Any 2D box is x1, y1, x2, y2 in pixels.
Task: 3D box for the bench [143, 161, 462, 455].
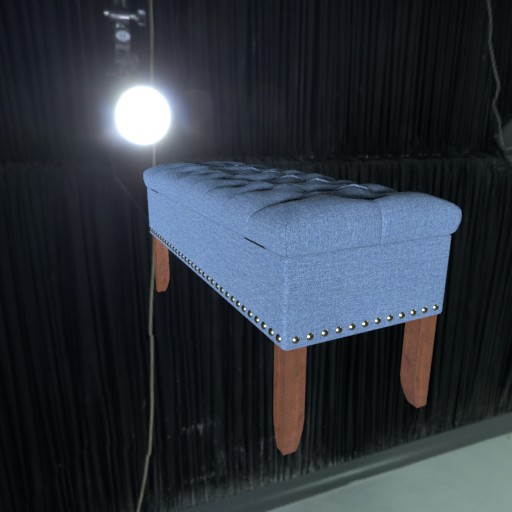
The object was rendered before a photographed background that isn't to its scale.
[{"bbox_3d":[0.000,0.000,1.304,0.417,0.492,1.052,-8,18,-25],"label":"bench"}]
